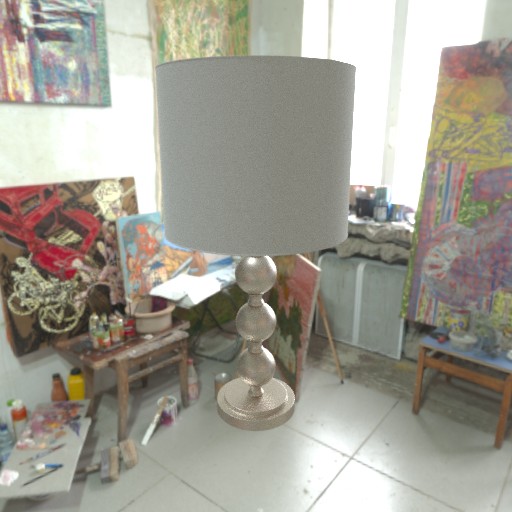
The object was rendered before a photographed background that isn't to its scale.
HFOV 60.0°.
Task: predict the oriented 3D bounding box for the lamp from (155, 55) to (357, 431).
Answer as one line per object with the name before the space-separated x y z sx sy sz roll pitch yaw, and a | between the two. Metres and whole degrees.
lamp | 0.000 0.000 0.692 0.277 0.538 0.277 3 17 9
